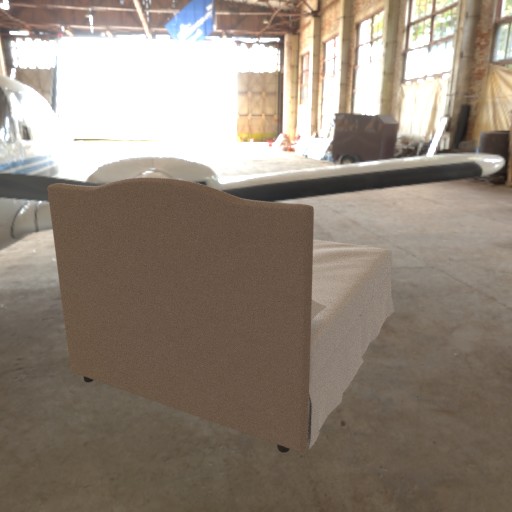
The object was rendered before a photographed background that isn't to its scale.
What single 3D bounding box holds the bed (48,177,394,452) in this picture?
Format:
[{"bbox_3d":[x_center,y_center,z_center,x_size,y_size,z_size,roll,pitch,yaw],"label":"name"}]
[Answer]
[{"bbox_3d":[0.000,0.000,3.471,1.821,1.436,2.282,8,19,26],"label":"bed"}]
